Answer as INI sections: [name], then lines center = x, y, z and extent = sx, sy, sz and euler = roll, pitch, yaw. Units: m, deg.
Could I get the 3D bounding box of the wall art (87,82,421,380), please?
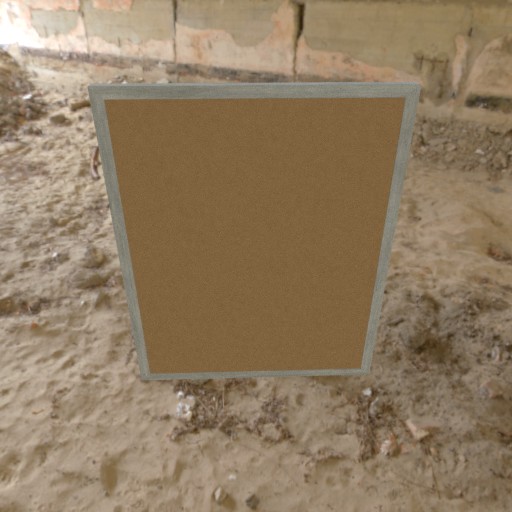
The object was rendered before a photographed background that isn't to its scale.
[wall art]
center = 0.000, 0.000, 0.793
extent = 0.479, 0.582, 0.022
euler = -1, 31, -2
